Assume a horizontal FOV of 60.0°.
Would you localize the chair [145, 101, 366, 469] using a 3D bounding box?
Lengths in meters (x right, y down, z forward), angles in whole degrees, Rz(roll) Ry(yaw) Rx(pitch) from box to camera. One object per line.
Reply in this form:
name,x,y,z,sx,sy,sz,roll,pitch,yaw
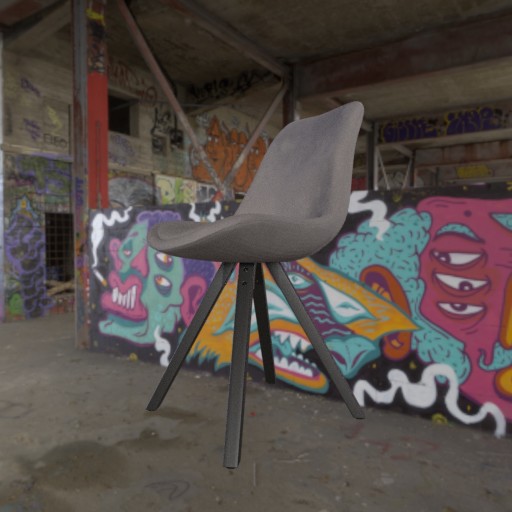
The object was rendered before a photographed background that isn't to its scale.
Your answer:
chair,0.000,0.000,1.183,0.550,0.850,0.476,-1,2,-37
